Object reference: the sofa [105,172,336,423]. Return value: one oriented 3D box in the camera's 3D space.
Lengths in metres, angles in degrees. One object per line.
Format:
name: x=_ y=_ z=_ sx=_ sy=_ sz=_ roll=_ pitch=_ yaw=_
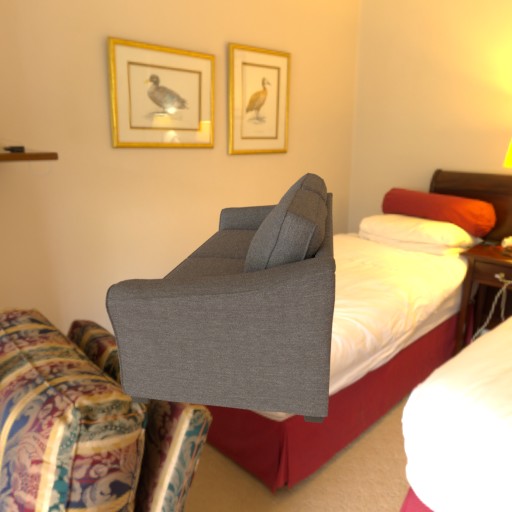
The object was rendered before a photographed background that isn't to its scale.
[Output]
sofa: x=0.000 y=0.000 z=2.861 sx=0.971 sy=0.950 sz=2.270 roll=2 pitch=15 yaw=9
